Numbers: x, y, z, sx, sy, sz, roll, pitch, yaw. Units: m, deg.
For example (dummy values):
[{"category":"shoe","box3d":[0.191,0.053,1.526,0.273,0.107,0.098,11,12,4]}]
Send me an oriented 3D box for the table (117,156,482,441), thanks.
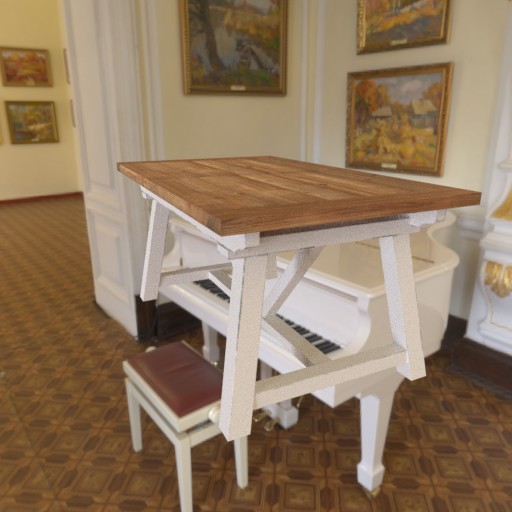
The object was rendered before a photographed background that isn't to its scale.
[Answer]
[{"category":"table","box3d":[0.000,0.000,2.022,0.922,0.743,1.503,-8,20,-25]}]
